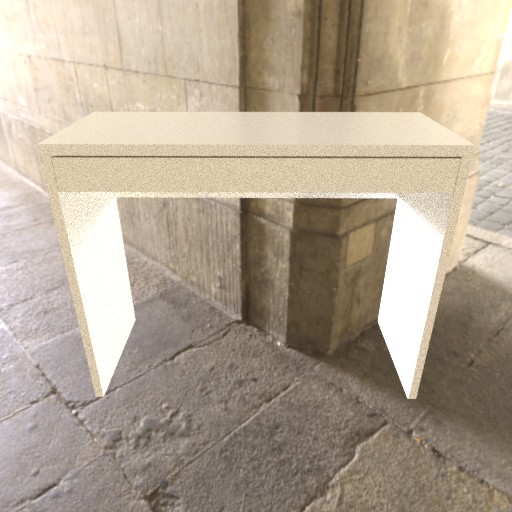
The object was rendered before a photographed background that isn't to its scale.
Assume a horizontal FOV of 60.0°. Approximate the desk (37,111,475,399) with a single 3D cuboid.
[{"bbox_3d":[0.000,0.000,1.373,1.000,0.790,0.400,0,28,0],"label":"desk"}]
